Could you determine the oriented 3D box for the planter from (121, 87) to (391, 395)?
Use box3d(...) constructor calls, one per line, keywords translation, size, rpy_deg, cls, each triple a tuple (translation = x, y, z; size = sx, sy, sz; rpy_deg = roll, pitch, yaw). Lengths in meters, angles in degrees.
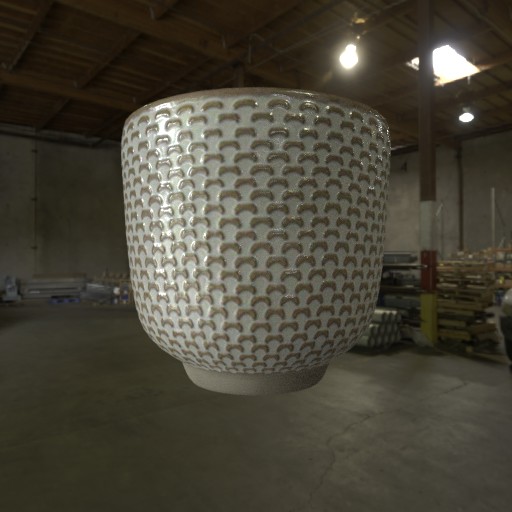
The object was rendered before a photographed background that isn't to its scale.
box3d(translation=(0.000, 0.000, 0.238), size=(0.139, 0.130, 0.139), rpy_deg=(0, -1, 0), cls="planter")
